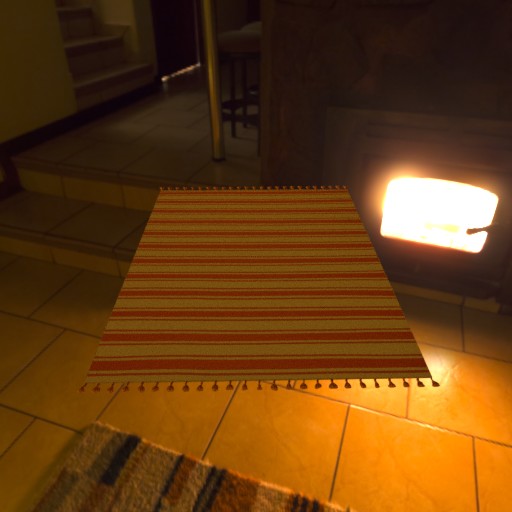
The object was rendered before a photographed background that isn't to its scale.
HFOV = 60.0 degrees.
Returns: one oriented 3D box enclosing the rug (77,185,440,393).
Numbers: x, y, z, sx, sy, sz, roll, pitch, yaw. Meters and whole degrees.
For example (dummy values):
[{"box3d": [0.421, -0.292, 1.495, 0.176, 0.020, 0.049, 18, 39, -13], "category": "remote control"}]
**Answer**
[{"box3d": [0.000, 0.000, 4.400, 2.451, 0.035, 3.369, 0, 33, -1], "category": "rug"}]
